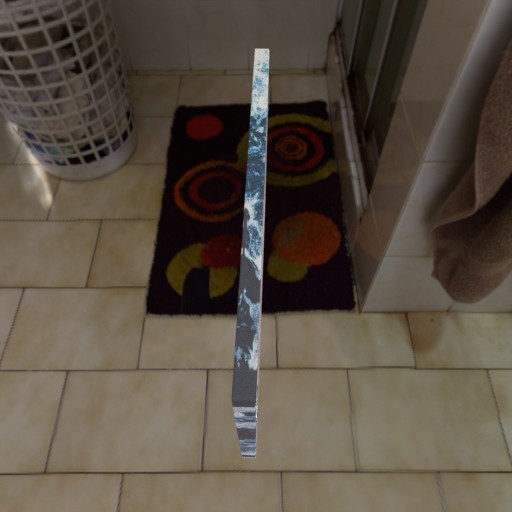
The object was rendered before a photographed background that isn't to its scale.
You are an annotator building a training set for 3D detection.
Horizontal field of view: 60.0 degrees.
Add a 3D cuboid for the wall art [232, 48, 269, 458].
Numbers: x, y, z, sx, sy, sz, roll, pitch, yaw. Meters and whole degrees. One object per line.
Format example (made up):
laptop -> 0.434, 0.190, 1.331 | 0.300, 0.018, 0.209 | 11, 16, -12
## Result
wall art -> 0.000, 0.000, 1.186 | 0.042, 0.610, 0.915 | 2, 58, 1
